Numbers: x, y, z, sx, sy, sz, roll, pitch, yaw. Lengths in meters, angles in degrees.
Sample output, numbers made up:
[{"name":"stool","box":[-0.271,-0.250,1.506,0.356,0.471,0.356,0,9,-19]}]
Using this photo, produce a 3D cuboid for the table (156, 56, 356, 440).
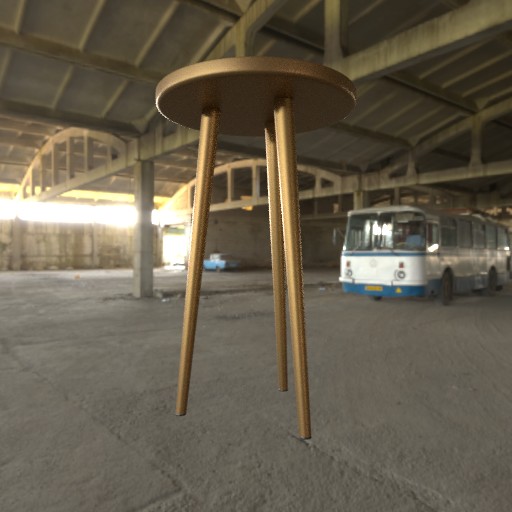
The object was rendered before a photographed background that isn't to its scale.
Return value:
[{"name":"table","box":[0.000,0.000,0.680,0.299,0.480,0.299,-1,1,-38]}]
